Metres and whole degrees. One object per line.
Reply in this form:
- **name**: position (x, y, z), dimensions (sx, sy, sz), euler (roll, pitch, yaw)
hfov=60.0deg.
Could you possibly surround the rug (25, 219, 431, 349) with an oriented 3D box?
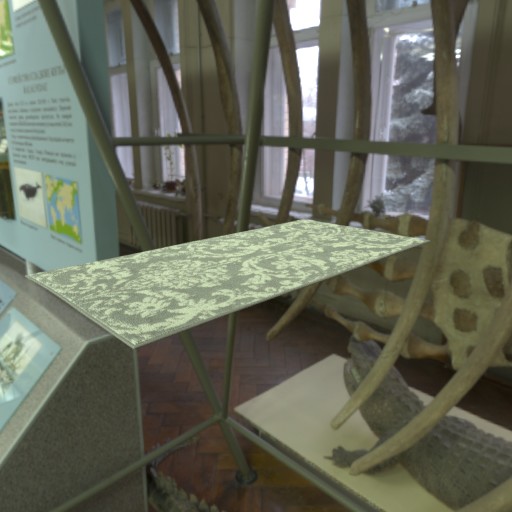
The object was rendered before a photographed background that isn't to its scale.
- **rug**: position (0.000, 0.000, 1.435), dimensions (1.219, 0.007, 0.604), euler (-15, 21, -42)
